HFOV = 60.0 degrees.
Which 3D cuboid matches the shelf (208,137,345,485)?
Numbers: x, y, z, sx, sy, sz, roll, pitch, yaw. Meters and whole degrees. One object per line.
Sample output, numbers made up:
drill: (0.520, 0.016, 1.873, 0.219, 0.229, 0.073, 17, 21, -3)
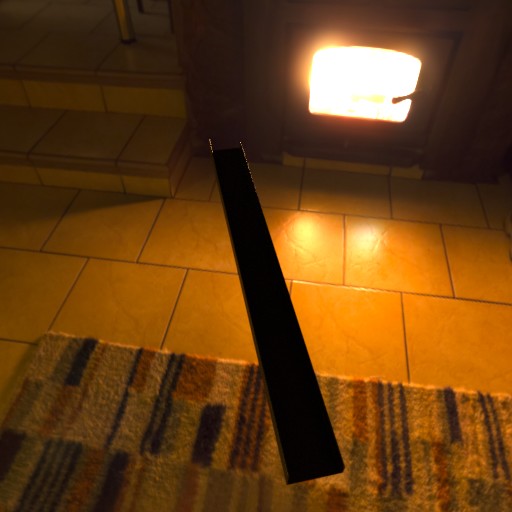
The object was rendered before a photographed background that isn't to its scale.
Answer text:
shelf: (0.000, 0.000, 0.981, 0.092, 0.049, 0.924, -8, 47, -8)
